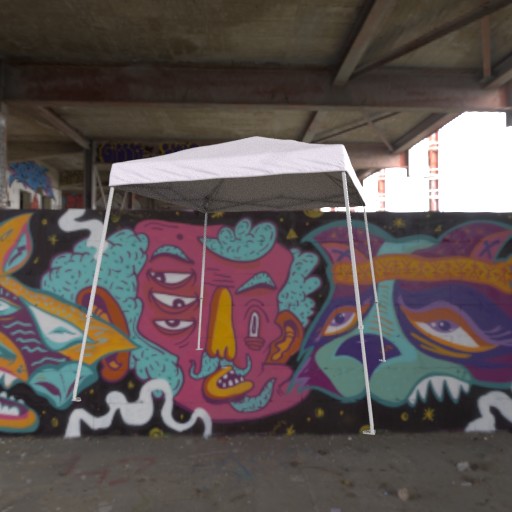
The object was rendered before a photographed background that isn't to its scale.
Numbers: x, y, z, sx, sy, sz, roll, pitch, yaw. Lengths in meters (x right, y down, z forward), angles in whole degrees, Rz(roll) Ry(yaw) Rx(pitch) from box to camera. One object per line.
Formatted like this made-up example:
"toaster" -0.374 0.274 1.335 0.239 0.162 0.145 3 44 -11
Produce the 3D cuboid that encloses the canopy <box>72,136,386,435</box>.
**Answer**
"canopy" 0.000 0.000 5.254 2.850 2.850 2.849 0 -1 18
